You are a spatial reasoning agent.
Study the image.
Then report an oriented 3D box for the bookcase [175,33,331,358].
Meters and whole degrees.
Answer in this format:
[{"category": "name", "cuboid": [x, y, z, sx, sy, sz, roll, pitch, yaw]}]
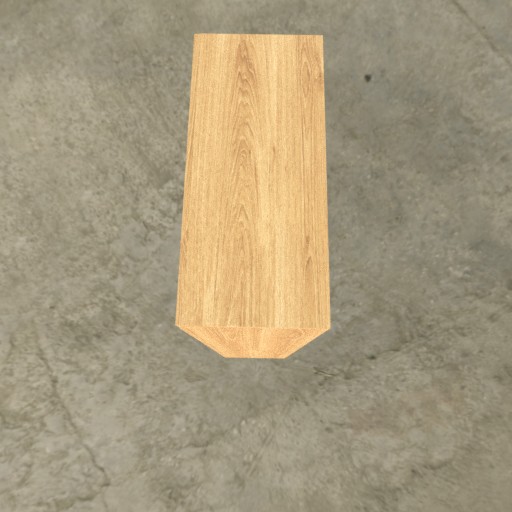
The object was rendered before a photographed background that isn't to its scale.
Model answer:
[{"category": "bookcase", "cuboid": [0.000, 0.000, 2.296, 0.420, 2.020, 0.950, 1, 75, 0]}]
